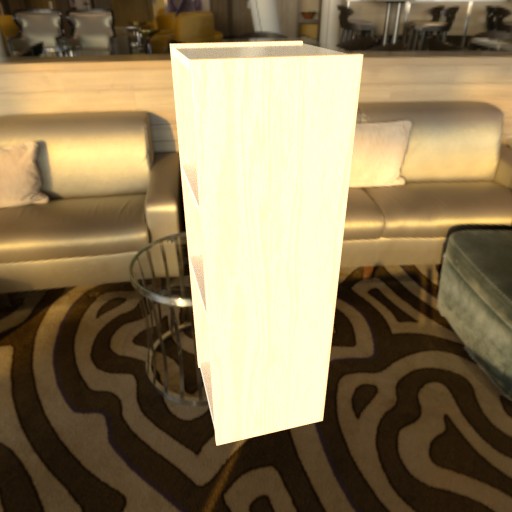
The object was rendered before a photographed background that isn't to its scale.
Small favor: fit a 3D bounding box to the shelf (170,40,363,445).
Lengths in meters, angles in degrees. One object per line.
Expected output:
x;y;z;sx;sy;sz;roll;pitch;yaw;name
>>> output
0.000;0.000;1.057;0.290;0.900;0.300;-8;31;-13;shelf
